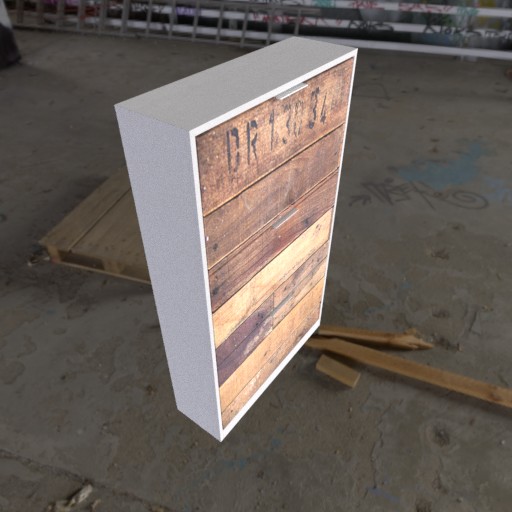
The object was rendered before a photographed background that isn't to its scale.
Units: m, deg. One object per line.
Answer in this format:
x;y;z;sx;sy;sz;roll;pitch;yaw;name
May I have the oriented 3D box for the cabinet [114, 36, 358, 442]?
0.000;0.000;1.599;0.250;1.280;0.750;26;46;27;cabinet
